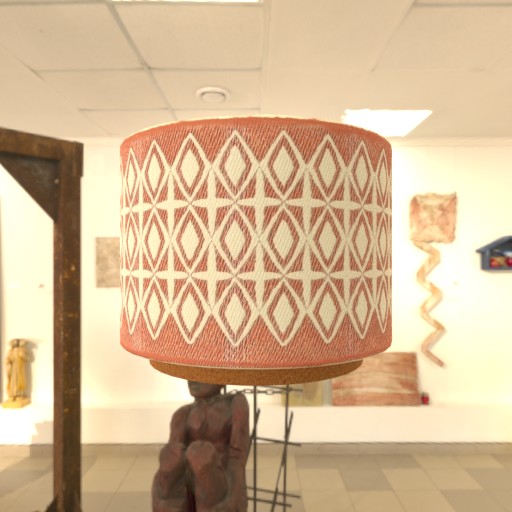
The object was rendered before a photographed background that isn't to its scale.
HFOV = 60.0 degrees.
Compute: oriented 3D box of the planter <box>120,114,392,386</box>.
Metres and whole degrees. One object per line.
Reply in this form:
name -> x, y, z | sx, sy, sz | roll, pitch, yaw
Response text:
planter -> 0.000, 0.000, 0.327 | 0.192, 0.148, 0.192 | 0, 0, 0
